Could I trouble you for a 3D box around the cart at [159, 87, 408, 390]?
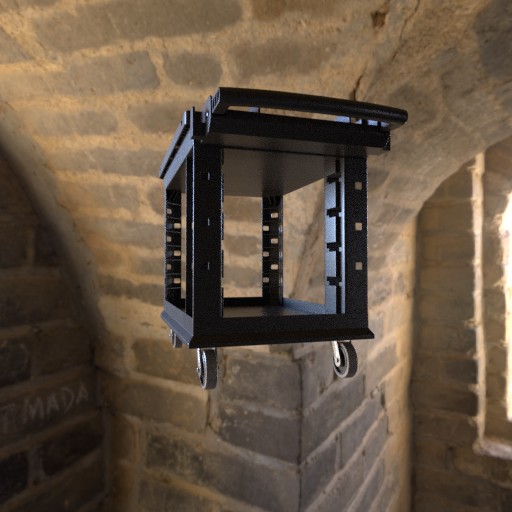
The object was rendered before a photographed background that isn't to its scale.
[{"bbox_3d":[0.000,0.000,1.790,0.674,0.884,1.239,0,-2,-17],"label":"cart"}]
